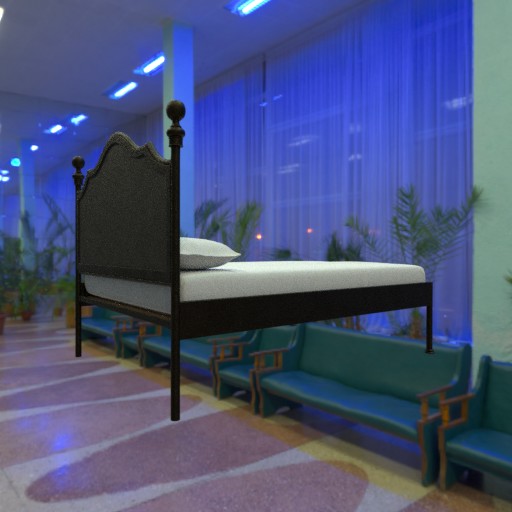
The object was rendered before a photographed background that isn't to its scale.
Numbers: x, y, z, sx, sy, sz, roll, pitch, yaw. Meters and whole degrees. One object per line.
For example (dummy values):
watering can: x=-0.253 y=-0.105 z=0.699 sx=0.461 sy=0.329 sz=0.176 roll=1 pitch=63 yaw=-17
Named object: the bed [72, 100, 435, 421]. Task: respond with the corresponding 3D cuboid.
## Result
bed: x=0.000 y=0.000 z=3.334 sx=2.224 sy=1.499 sz=1.642 roll=-1 pitch=1 yaw=-38
